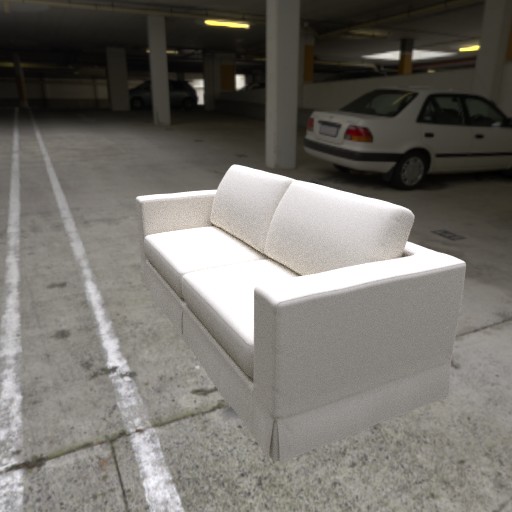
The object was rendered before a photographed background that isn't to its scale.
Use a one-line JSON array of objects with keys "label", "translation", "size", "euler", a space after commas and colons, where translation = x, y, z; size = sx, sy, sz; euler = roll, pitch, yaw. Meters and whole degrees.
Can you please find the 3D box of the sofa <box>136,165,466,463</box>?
[{"label": "sofa", "translation": [0.000, 0.000, 2.637], "size": [0.954, 0.881, 2.163], "euler": [-9, 20, -25]}]
